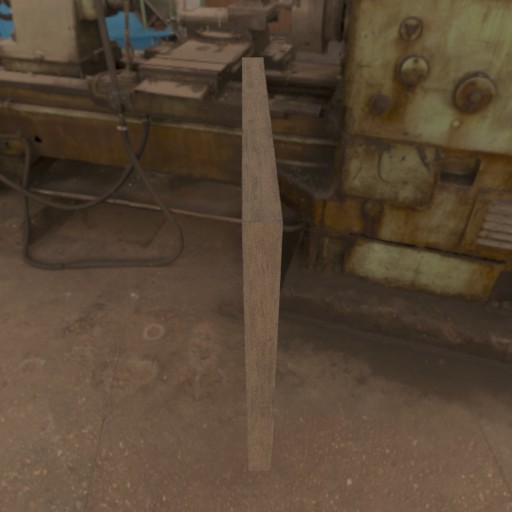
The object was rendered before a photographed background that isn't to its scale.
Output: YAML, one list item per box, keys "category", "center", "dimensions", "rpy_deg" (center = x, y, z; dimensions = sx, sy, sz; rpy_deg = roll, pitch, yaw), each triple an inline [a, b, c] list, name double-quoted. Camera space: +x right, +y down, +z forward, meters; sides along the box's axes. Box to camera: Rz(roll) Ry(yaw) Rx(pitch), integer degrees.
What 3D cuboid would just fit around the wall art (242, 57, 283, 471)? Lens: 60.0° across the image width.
- category: "wall art"
  center: [0.000, 0.000, 0.768]
  dimensions: [0.038, 0.508, 0.508]
  rpy_deg: [-1, 40, -1]
